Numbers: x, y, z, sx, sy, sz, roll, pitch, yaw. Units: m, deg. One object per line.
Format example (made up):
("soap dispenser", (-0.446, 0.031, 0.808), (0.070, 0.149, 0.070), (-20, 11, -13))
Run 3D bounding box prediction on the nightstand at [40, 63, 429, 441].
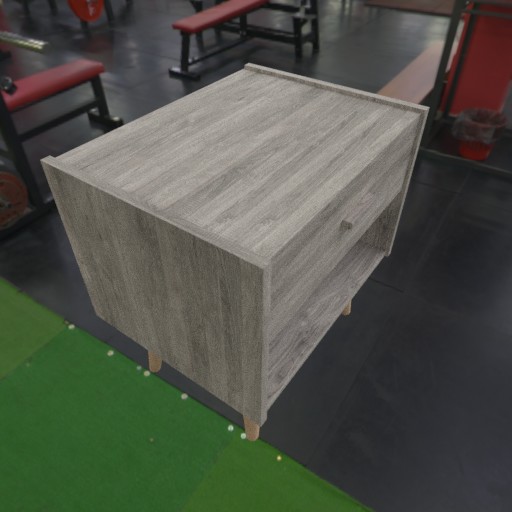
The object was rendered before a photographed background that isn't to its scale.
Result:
("nightstand", (0.000, 0.000, 0.833), (0.380, 0.500, 0.480), (26, 48, 26))
